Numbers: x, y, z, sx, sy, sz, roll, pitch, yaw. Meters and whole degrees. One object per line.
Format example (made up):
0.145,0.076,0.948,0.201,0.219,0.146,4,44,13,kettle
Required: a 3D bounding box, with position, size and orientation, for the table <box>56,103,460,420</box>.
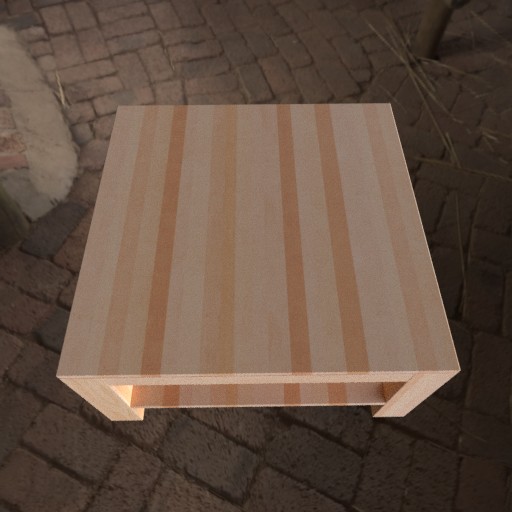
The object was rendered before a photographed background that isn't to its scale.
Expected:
0.000,0.000,1.414,0.900,0.450,0.900,-1,58,0,table
